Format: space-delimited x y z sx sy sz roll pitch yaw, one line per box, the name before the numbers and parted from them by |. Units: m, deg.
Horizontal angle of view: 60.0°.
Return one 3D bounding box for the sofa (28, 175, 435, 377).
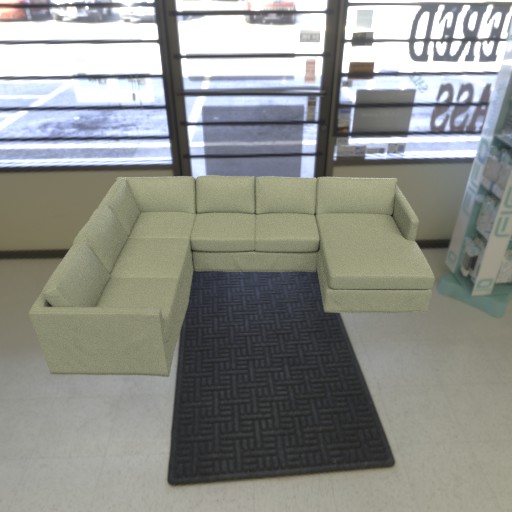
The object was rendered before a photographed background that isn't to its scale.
sofa | 0.000 0.000 4.500 3.460 0.882 2.427 0 33 0
